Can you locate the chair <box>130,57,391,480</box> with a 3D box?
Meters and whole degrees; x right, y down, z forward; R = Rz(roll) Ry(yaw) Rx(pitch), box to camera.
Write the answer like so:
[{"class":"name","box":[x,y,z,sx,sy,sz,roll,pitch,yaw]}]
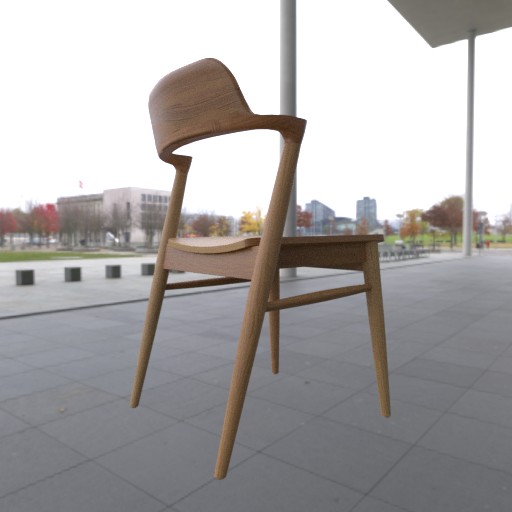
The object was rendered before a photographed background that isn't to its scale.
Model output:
[{"class":"chair","box":[0.000,0.000,1.113,0.499,0.792,0.512,-2,3,-36]}]
